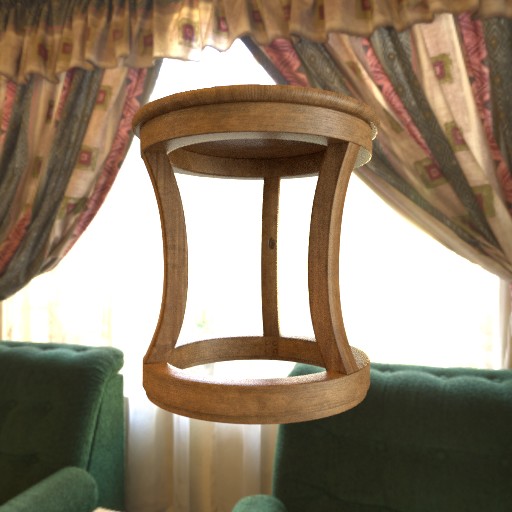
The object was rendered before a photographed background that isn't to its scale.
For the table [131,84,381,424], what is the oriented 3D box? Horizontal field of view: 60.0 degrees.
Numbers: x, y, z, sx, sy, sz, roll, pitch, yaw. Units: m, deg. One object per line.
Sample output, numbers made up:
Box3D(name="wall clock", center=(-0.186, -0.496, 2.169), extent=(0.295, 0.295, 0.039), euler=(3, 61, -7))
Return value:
Box3D(name="table", center=(0.000, 0.000, 0.800), extent=(0.432, 0.460, 0.432), euler=(0, 0, 0))
